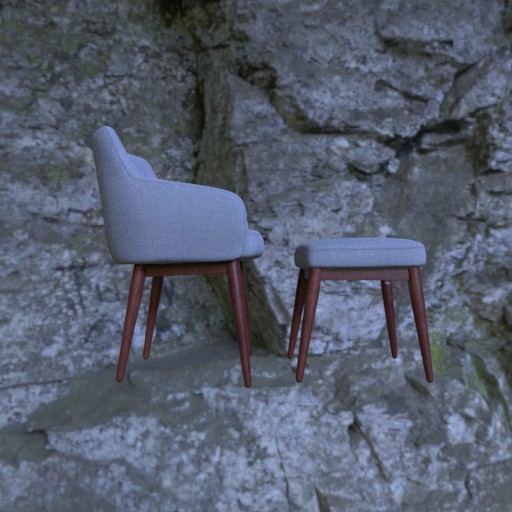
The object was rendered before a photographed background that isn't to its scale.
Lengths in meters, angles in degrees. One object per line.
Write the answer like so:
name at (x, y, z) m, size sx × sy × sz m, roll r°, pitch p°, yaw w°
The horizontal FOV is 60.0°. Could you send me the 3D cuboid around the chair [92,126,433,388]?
chair at (0.000, 0.000, 1.565) m, size 1.107 × 0.799 × 0.584 m, roll 0°, pitch -1°, yaw 0°
